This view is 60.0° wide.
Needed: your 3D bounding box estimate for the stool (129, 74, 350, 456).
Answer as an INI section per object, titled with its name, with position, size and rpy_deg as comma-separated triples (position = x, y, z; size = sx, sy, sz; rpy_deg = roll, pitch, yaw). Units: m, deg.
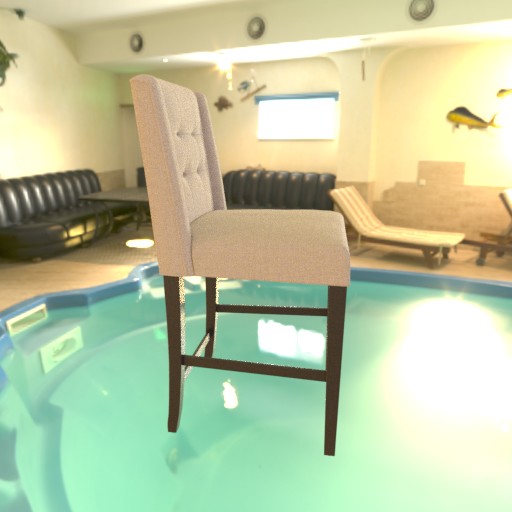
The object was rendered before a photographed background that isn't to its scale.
[stool]
position = 0.000, 0.000, 1.270
size = 0.509, 0.939, 0.474
rpy_deg = 2, 15, 9
